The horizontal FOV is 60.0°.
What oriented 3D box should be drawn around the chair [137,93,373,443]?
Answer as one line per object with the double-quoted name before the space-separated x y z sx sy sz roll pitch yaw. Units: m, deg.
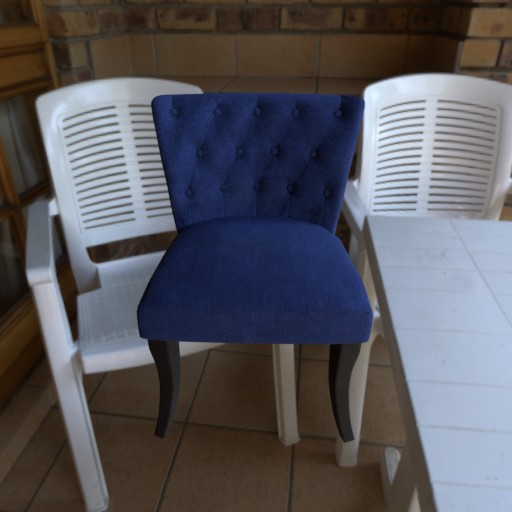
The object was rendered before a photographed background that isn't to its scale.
"chair" 0.000 0.000 1.201 0.585 0.753 0.606 1 30 1
